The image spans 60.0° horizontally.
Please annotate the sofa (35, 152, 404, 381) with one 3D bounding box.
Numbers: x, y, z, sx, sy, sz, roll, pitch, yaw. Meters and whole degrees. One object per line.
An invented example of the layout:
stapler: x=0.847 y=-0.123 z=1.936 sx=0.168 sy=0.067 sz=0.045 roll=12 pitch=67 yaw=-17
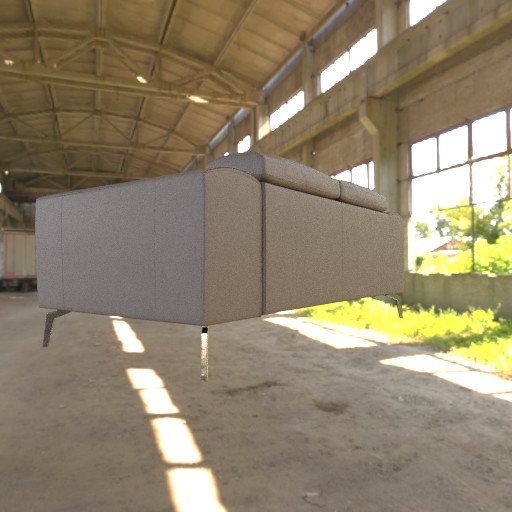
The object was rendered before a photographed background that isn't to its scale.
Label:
sofa: x=0.000 y=0.000 z=2.351 sx=1.003 sy=0.779 sz=1.895 roll=-1 pitch=-1 yaw=36
